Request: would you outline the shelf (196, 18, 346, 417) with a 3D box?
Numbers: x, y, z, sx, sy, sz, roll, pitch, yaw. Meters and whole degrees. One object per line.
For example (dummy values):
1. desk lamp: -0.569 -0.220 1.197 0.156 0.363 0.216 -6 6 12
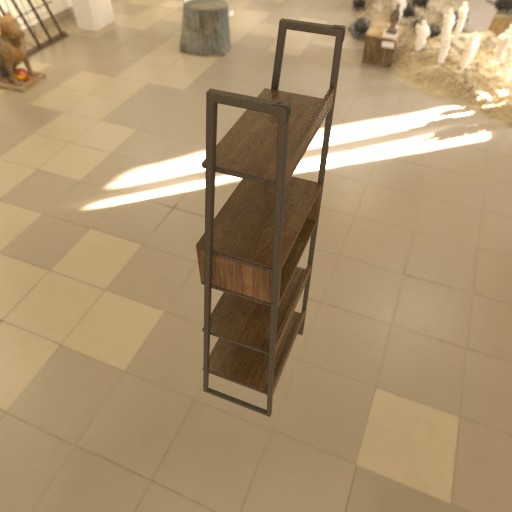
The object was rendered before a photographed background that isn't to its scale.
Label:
1. shelf: 0.000 0.000 2.205 0.454 2.005 0.652 16 49 15
